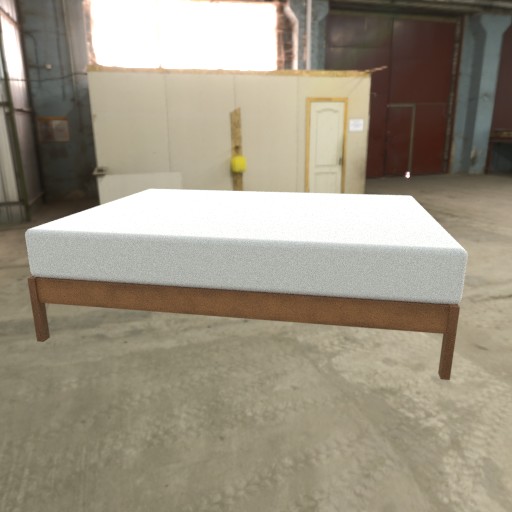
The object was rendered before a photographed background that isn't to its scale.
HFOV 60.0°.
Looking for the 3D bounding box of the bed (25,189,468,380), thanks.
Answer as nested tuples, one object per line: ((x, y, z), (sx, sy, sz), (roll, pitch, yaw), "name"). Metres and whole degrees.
((0.000, 0.000, 2.771), (2.050, 0.593, 1.529), (3, 17, 10), "bed")
